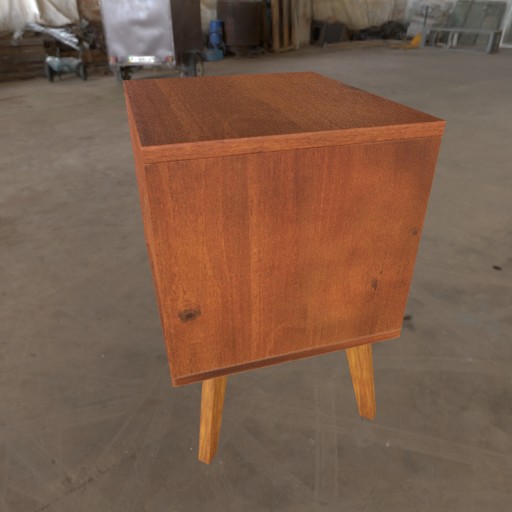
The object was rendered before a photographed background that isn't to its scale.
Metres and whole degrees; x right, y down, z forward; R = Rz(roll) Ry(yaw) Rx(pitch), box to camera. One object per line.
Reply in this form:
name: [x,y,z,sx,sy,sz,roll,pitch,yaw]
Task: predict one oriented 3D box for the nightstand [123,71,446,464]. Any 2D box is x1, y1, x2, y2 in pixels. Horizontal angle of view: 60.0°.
nightstand: [0.000,0.000,0.896,0.411,0.618,0.460,-9,32,-15]
